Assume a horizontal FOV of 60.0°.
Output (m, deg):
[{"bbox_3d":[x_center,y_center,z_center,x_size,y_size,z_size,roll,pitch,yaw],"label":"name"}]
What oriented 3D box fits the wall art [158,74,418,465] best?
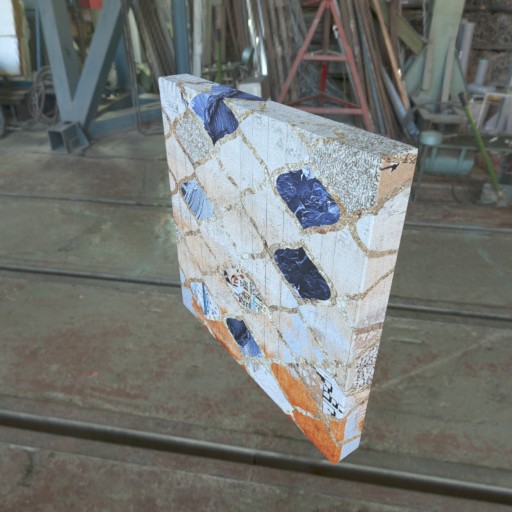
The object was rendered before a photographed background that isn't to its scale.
[{"bbox_3d":[0.000,0.000,0.452,0.036,0.304,0.303,-21,38,-30],"label":"wall art"}]
